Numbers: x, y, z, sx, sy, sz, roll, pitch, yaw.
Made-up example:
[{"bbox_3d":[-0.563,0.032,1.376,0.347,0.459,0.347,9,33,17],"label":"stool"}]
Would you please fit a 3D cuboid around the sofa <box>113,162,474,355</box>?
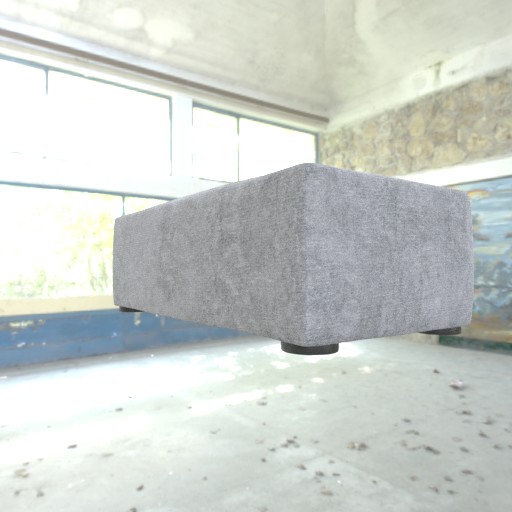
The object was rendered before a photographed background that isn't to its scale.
[{"bbox_3d":[0.000,0.000,1.161,0.480,0.330,0.930,1,-2,-35],"label":"sofa"}]
